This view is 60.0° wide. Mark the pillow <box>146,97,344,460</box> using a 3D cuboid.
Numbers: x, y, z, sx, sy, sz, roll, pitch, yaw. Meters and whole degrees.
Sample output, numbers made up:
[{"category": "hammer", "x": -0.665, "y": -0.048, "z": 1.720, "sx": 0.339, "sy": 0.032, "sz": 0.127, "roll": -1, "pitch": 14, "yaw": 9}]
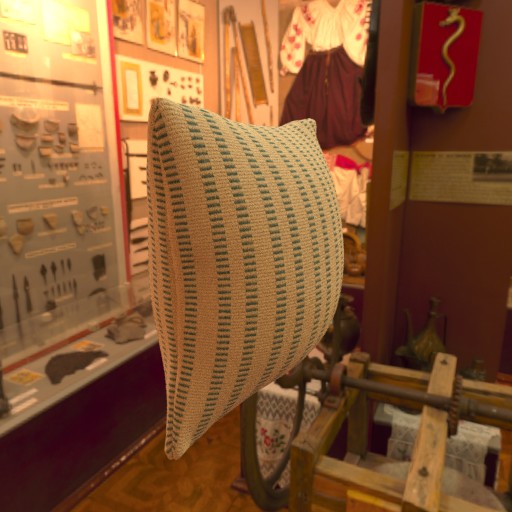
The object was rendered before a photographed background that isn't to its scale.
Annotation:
[{"category": "pillow", "x": 0.000, "y": 0.000, "z": 0.670, "sx": 0.247, "sy": 0.419, "sz": 0.438, "roll": 7, "pitch": 16, "yaw": 27}]
